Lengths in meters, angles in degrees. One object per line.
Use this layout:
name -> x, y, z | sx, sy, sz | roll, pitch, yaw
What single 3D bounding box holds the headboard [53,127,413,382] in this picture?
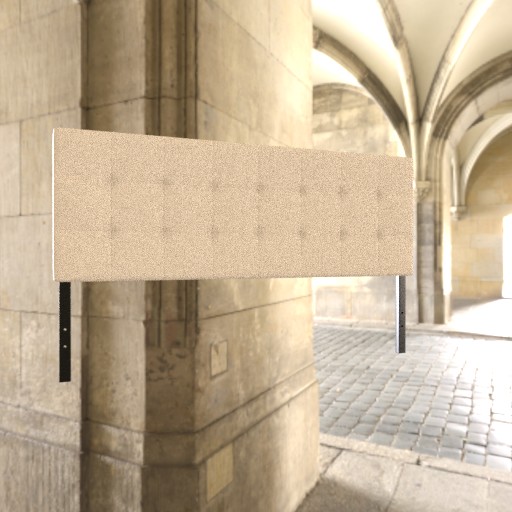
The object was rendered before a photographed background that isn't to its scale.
headboard -> 0.000, 0.000, 2.827 | 2.362, 1.410, 0.120 | 0, 0, -19
